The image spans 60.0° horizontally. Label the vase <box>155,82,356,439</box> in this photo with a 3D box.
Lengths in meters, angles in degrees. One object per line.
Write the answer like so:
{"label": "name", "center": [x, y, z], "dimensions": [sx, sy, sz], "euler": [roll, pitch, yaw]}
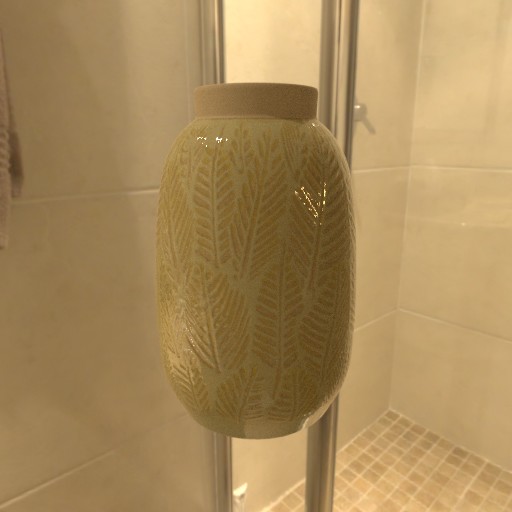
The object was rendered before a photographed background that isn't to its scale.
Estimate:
{"label": "vase", "center": [0.000, 0.000, 0.382], "dimensions": [0.172, 0.270, 0.172], "euler": [0, 15, 0]}
